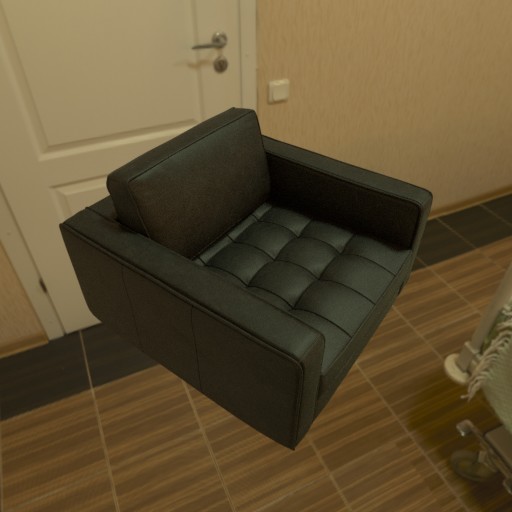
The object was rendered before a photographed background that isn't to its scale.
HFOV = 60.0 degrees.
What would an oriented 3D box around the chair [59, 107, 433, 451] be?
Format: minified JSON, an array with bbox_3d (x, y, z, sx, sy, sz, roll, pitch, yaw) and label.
[{"bbox_3d":[0.000,0.000,1.566,0.914,0.763,0.889,26,47,26],"label":"chair"}]
